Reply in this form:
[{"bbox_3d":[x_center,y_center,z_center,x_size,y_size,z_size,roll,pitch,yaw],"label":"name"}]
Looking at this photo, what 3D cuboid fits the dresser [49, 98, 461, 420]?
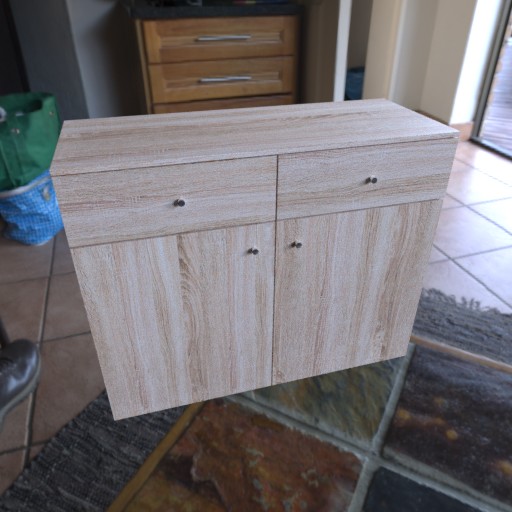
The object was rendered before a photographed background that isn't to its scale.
[{"bbox_3d":[0.000,0.000,1.547,1.100,0.900,0.450,-9,33,-13],"label":"dresser"}]
